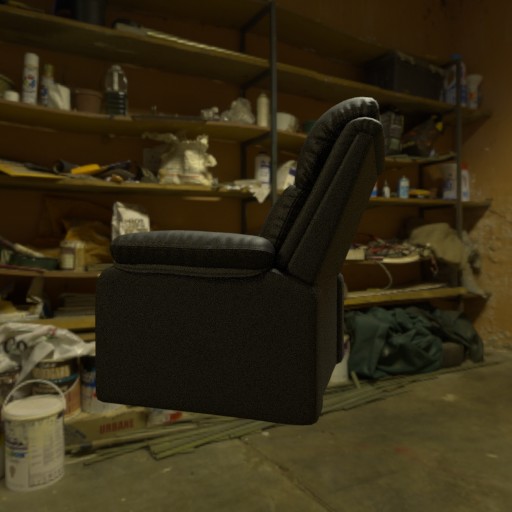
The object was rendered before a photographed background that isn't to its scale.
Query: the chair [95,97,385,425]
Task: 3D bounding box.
[{"bbox_3d":[0.000,0.000,1.651,0.919,0.992,0.855,0,1,16],"label":"chair"}]
